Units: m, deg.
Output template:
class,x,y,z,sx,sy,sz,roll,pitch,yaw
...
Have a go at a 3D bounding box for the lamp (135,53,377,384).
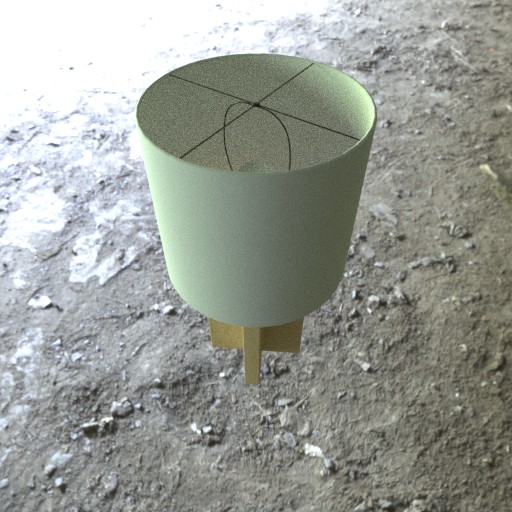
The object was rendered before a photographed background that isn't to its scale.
class,x,y,z,sx,sy,sz,roll,pitch,yaw
lamp,0.000,0.000,0.579,0.229,0.428,0.229,3,47,3
